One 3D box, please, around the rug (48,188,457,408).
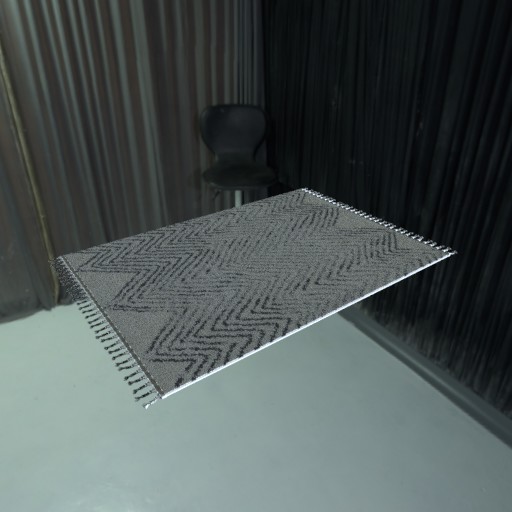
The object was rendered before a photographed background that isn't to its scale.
[{"bbox_3d":[0.000,0.000,2.372,1.847,0.014,1.230,-20,35,-31],"label":"rug"}]
